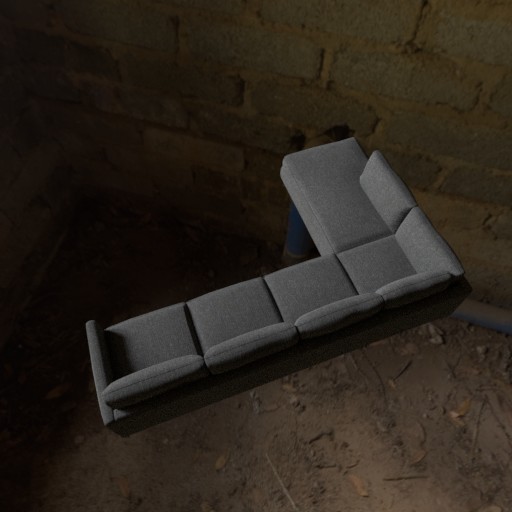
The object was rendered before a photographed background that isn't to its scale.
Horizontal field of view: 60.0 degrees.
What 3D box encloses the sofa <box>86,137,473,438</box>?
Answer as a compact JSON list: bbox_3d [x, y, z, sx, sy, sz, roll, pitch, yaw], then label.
[{"bbox_3d":[0.000,0.000,3.847,2.949,0.815,2.007,-18,60,-10],"label":"sofa"}]
